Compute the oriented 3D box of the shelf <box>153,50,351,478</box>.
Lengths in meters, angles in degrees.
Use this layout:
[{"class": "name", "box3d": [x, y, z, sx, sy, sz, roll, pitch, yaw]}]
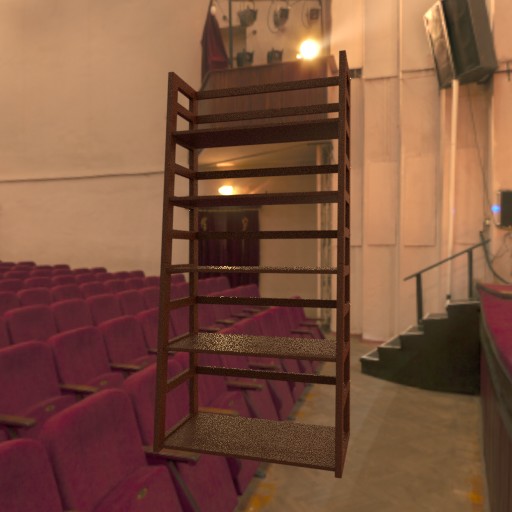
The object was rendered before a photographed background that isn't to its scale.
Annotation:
[{"class": "shelf", "box3d": [0.000, 0.000, 1.890, 0.763, 1.600, 0.403, 0, 0, 16]}]
